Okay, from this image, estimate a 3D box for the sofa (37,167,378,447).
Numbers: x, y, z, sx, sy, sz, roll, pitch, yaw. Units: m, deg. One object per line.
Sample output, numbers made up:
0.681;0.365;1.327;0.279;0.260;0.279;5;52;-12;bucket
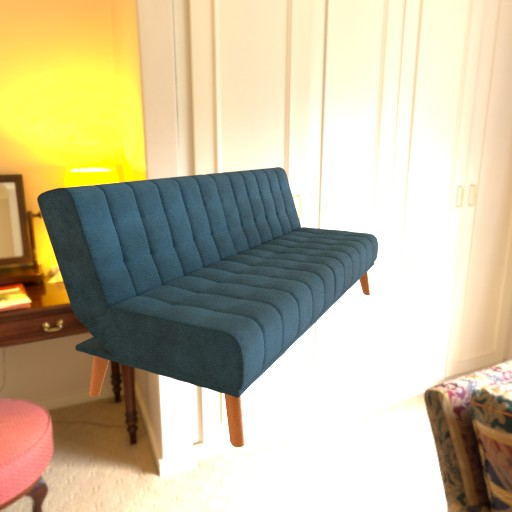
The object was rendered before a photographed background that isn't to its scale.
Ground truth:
0.000;0.000;2.273;0.855;0.813;1.804;7;16;27;sofa
